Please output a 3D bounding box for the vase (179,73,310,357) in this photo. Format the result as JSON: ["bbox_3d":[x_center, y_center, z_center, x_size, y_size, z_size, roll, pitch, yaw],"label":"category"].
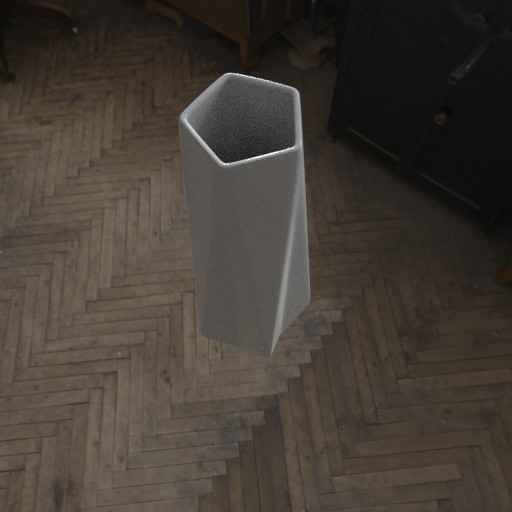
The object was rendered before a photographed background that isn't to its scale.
[{"bbox_3d":[0.000,0.000,0.382,0.116,0.329,0.122,0,63,0],"label":"vase"}]
